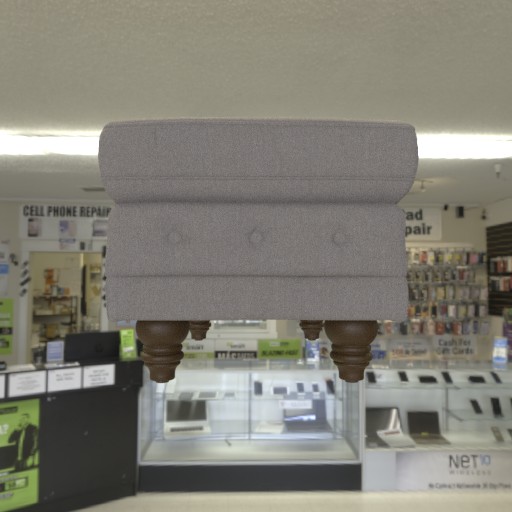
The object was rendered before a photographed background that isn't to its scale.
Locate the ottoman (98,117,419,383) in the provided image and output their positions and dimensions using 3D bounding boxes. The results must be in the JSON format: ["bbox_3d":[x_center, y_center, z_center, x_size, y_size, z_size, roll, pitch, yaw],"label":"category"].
[{"bbox_3d":[0.000,0.000,1.125,0.569,0.500,0.771,0,-3,0],"label":"ottoman"}]
